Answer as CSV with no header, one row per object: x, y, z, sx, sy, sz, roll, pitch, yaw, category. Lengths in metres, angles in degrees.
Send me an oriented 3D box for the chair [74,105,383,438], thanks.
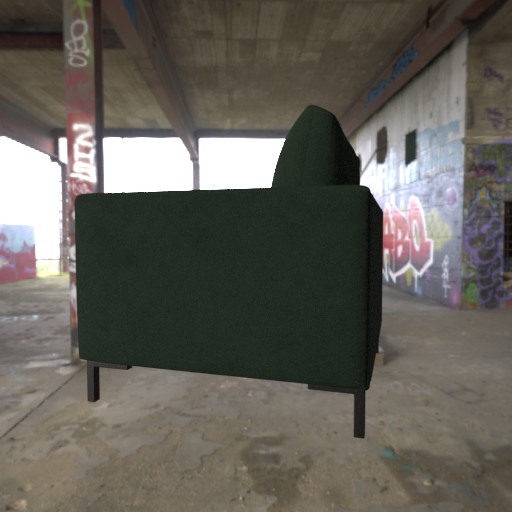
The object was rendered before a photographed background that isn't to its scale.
0.000,0.000,1.621,0.866,0.861,0.963,1,3,18,chair
